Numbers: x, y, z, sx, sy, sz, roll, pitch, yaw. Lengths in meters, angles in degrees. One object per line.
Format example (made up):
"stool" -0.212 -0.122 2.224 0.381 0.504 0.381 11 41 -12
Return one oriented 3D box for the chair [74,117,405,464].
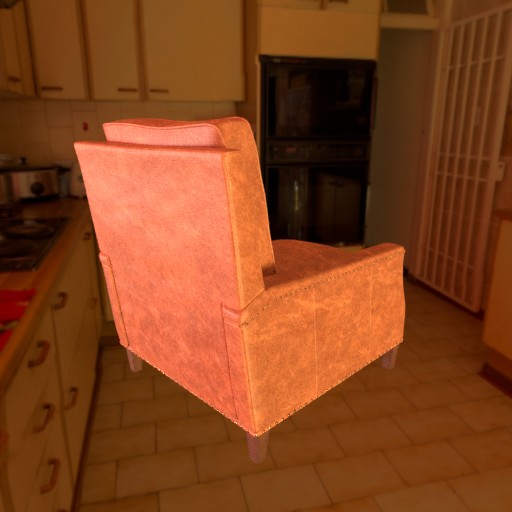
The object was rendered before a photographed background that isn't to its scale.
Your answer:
"chair" 0.000 0.000 1.785 1.035 1.054 0.854 -15 22 -42
